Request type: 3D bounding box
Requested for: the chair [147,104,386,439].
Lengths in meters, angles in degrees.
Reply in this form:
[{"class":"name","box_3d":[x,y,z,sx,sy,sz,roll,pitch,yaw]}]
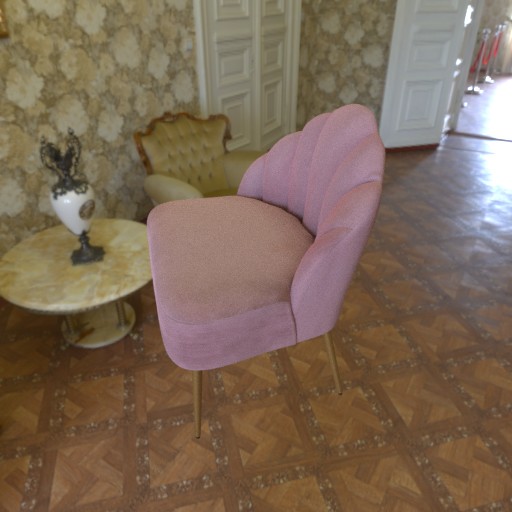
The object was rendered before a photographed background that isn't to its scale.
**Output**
[{"class":"chair","box_3d":[0.000,0.000,1.293,0.599,0.819,0.657,-8,31,-13]}]
